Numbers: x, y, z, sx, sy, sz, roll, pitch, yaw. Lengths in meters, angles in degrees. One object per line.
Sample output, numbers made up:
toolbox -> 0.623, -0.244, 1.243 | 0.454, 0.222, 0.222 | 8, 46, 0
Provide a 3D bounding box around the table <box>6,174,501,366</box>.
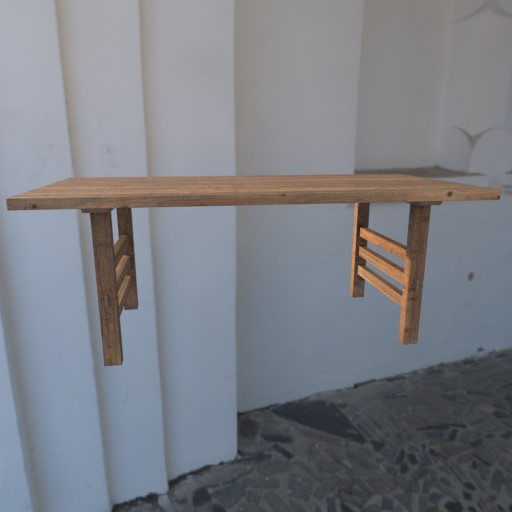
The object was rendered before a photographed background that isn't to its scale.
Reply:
table -> 0.000, 0.000, 2.320 | 2.003, 0.760, 0.952 | -2, 15, -9
